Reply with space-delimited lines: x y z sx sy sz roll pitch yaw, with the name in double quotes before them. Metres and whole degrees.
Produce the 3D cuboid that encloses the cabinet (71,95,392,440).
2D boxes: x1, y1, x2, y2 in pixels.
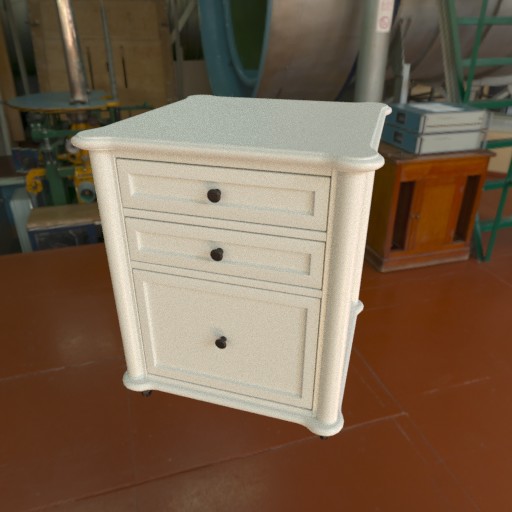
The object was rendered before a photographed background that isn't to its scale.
"cabinet" 0.000 0.000 1.246 0.628 0.761 0.627 8 29 15
